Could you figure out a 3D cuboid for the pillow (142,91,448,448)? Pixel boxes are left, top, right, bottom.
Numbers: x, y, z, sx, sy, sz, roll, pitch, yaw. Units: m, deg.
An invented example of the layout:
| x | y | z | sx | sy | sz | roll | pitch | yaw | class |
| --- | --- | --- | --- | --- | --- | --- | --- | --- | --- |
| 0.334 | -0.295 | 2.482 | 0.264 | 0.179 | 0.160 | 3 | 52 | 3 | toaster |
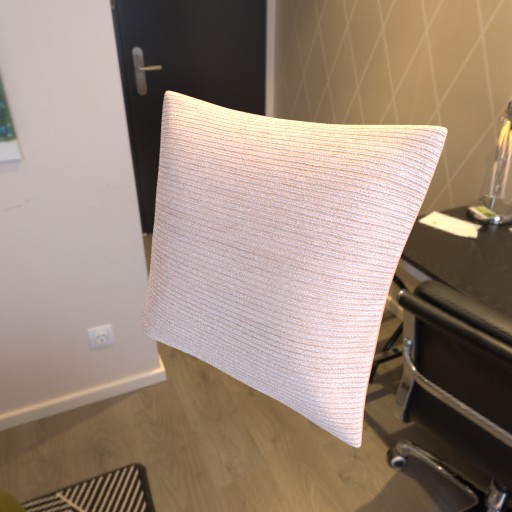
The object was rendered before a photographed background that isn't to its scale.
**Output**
| x | y | z | sx | sy | sz | roll | pitch | yaw | class |
| --- | --- | --- | --- | --- | --- | --- | --- | --- | --- |
| 0.000 | 0.000 | 0.638 | 0.424 | 0.401 | 0.177 | 19 | 34 | 30 | pillow |
